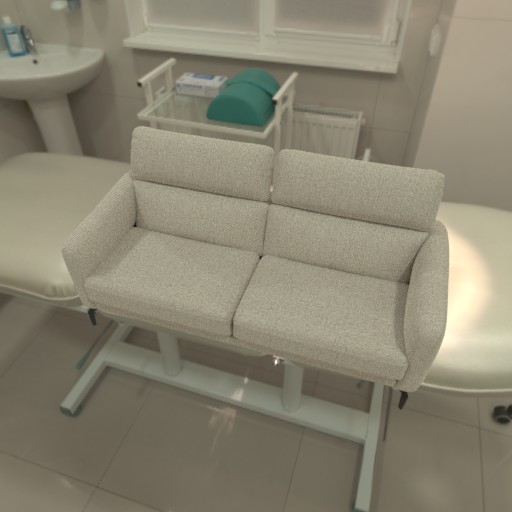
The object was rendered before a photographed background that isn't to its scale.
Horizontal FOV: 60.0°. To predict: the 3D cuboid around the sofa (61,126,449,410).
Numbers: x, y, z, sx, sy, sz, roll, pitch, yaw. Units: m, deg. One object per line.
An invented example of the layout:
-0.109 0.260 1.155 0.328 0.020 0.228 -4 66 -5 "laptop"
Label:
0.000 0.000 2.484 2.015 0.956 0.856 12 43 13 "sofa"
